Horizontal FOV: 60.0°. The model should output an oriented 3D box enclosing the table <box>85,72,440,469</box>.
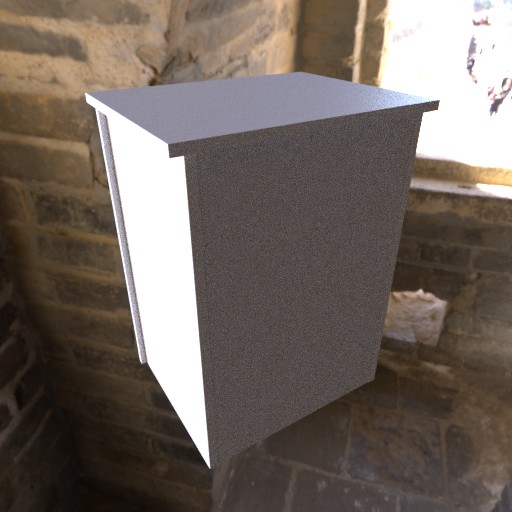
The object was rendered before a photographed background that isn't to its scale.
[{"bbox_3d":[0.000,0.000,0.920,0.480,0.635,0.381,-18,35,-27],"label":"table"}]
